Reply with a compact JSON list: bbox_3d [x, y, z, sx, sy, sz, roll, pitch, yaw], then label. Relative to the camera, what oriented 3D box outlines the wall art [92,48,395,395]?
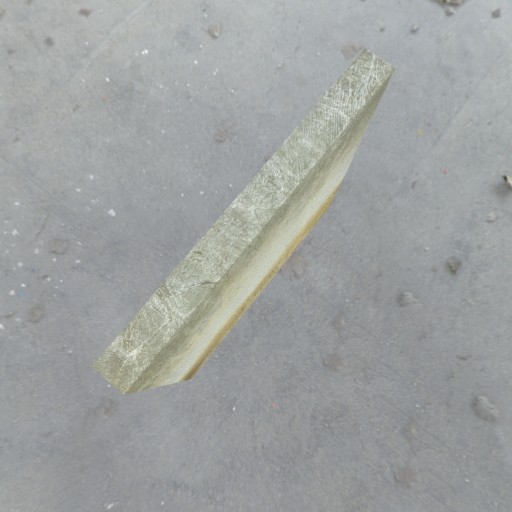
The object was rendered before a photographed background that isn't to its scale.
[{"bbox_3d":[0.000,0.000,0.612,0.038,0.407,0.405,38,79,8],"label":"wall art"}]
